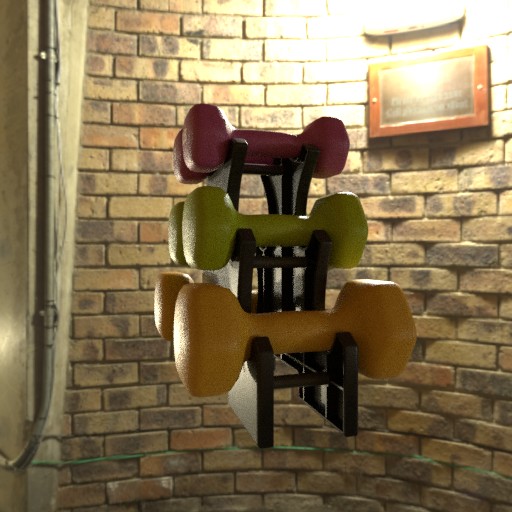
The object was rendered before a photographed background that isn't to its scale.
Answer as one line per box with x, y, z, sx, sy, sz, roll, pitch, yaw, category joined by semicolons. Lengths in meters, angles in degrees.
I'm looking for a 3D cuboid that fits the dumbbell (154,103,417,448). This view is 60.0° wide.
0.000;0.000;0.459;0.190;0.271;0.300;0;1;-17;dumbbell
